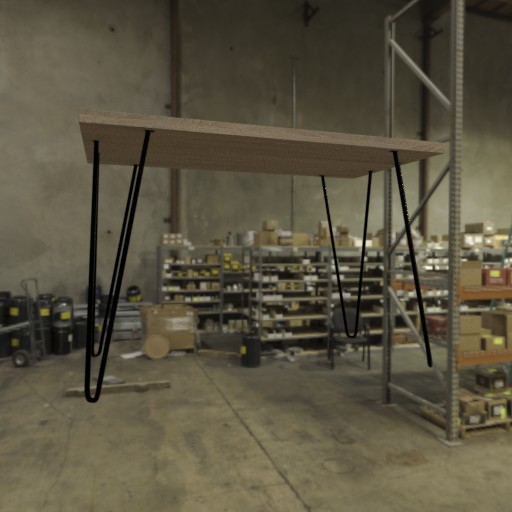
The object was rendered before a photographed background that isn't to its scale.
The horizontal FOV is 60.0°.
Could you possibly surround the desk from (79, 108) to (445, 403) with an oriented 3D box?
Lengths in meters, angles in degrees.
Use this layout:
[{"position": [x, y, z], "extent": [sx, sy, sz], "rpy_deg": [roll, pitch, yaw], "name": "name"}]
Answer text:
[{"position": [0.000, 0.000, 1.373], "extent": [0.991, 0.660, 0.499], "rpy_deg": [0, 1, -19], "name": "desk"}]
